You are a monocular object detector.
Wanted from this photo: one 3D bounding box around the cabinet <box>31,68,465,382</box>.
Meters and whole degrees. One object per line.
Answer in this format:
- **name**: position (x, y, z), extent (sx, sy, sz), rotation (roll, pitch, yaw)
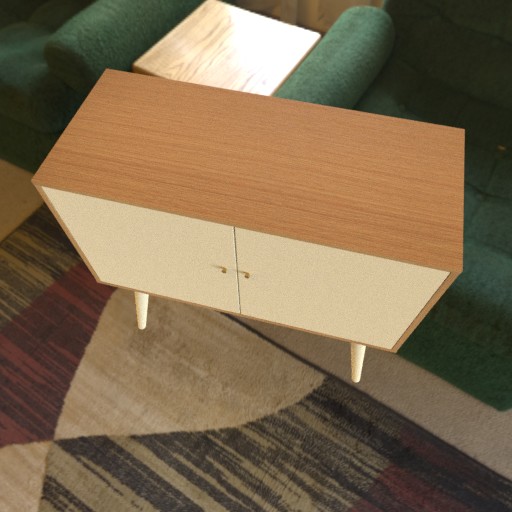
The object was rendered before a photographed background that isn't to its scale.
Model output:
- **cabinet**: position (0.000, 0.000, 1.594), extent (1.057, 1.016, 0.470), rotation (12, 60, 7)
